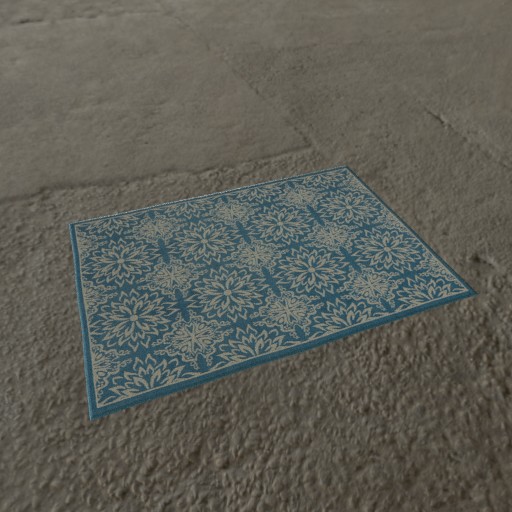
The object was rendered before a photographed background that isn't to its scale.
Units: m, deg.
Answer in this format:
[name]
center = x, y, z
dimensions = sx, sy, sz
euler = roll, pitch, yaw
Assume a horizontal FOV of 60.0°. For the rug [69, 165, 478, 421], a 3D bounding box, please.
[rug]
center = 0.000, 0.000, 2.848
dimensions = 2.205, 0.012, 1.554
euler = -14, 44, -15
